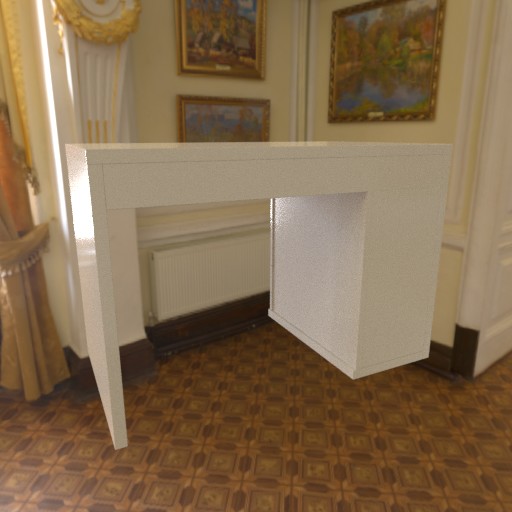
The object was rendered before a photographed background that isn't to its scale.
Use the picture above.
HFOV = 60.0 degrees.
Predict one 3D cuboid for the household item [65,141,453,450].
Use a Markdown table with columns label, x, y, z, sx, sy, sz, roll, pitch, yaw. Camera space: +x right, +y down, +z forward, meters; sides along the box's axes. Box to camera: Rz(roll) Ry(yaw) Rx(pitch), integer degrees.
| label | x | y | z | sx | sy | sz | roll | pitch | yaw |
| --- | --- | --- | --- | --- | --- | --- | --- | --- | --- |
| household item | 0.000 | 0.000 | 1.527 | 1.100 | 0.749 | 0.597 | -8 | 17 | -25 |
